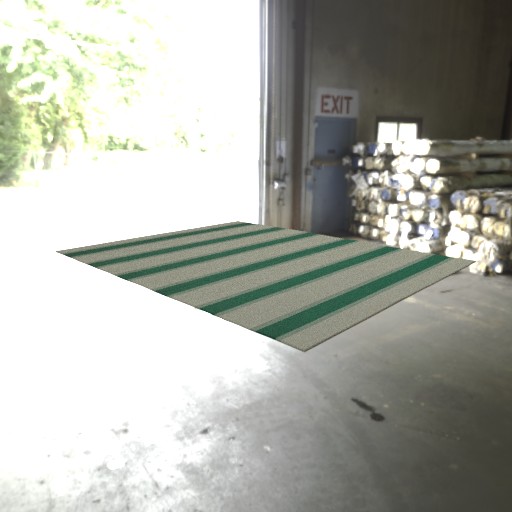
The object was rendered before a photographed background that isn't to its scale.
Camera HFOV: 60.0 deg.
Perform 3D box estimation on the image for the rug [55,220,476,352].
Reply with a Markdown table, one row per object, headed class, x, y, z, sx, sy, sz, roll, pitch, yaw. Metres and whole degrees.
| class | x | y | z | sx | sy | sz | roll | pitch | yaw |
| --- | --- | --- | --- | --- | --- | --- | --- | --- | --- |
| rug | 0.000 | 0.000 | 4.078 | 3.041 | 0.019 | 2.434 | 13 | 19 | 43 |
